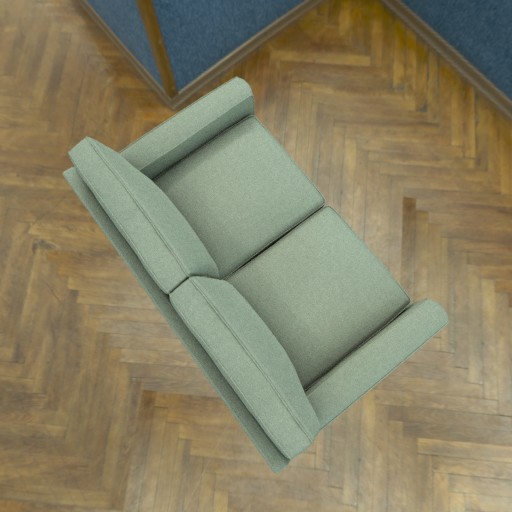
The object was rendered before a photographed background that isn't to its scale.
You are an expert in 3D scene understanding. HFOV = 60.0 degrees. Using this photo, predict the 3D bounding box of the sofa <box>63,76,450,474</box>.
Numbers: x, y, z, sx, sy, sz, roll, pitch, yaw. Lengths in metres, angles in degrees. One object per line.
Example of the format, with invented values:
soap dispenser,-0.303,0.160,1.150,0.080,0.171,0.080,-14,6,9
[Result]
sofa,0.000,0.000,2.027,0.940,0.853,1.484,-37,79,-9
